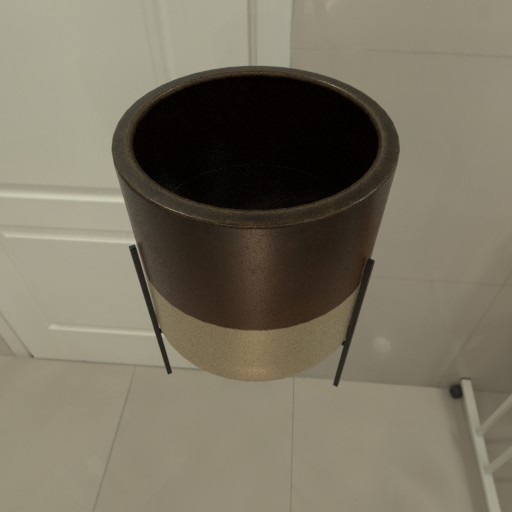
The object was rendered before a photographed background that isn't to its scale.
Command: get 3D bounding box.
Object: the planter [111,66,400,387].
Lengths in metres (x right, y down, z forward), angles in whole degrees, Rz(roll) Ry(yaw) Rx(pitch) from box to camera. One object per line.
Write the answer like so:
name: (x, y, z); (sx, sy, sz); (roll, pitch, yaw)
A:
planter: (0.000, 0.000, 0.707); (0.345, 0.465, 0.354); (3, 47, 3)
